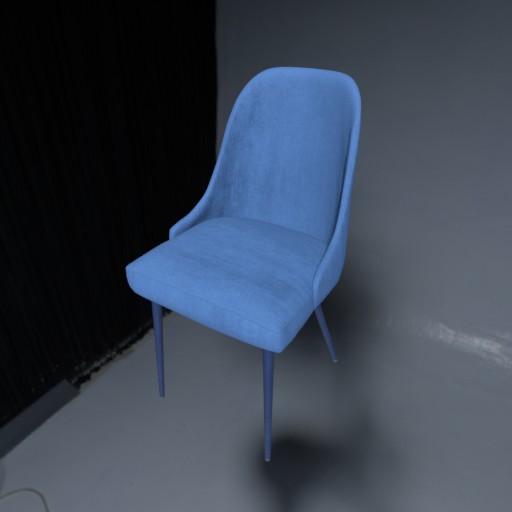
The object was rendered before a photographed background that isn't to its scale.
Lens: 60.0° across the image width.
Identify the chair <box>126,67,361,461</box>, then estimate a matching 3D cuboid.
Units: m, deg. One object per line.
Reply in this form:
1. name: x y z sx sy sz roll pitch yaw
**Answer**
1. chair: 0.000 0.000 1.221 0.478 0.896 0.559 19 35 28
